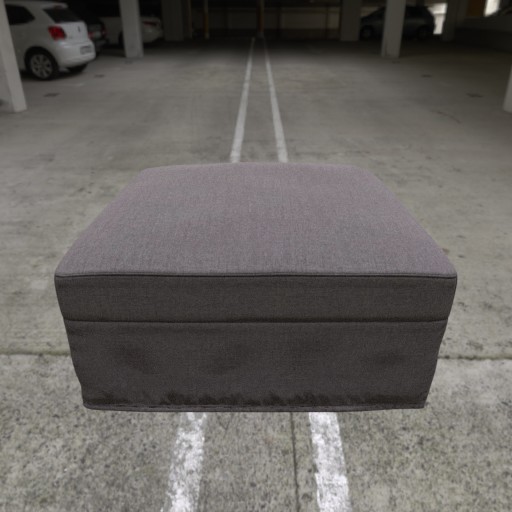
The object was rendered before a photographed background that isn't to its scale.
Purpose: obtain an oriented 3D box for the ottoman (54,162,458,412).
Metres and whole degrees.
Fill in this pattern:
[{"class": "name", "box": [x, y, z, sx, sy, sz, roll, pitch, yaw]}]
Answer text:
[{"class": "ottoman", "box": [0.000, 0.000, 1.319, 0.843, 0.436, 0.840, 0, 26, 0]}]
